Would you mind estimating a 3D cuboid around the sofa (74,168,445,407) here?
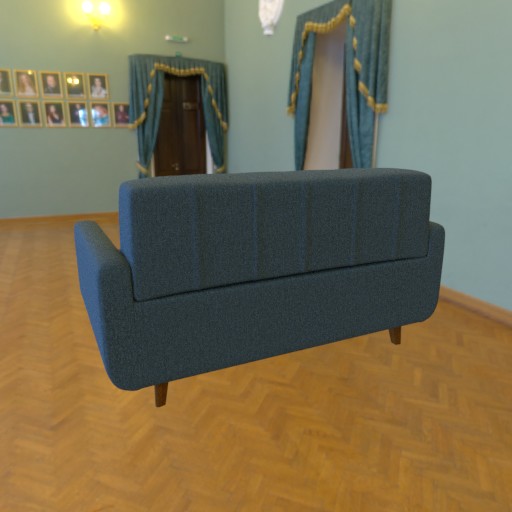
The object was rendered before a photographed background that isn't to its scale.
[{"bbox_3d":[0.000,0.000,2.272,1.651,0.896,0.942,-7,17,-25],"label":"sofa"}]
